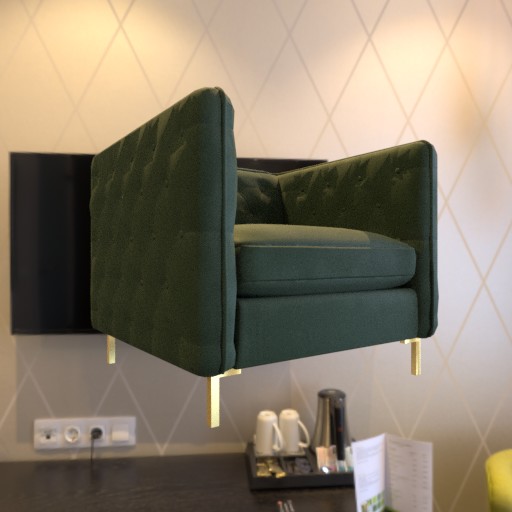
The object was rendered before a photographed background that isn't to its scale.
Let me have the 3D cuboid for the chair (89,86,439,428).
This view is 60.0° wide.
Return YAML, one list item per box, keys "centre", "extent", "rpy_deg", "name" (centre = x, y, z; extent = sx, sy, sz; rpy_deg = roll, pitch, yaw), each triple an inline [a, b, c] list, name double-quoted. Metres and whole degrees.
- centre: [0.000, 0.000, 1.515]
  extent: [0.917, 0.768, 0.855]
  rpy_deg: [0, 0, -36]
  name: "chair"
